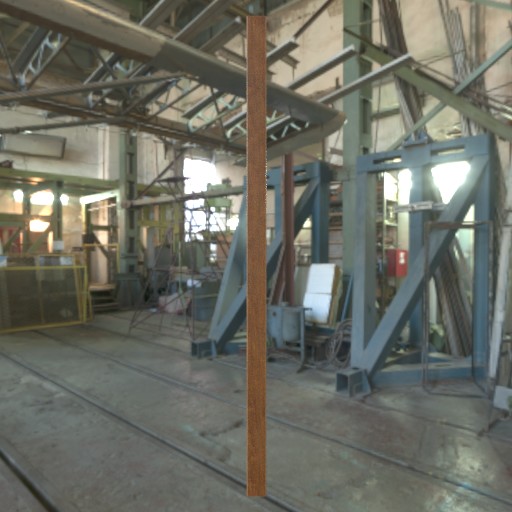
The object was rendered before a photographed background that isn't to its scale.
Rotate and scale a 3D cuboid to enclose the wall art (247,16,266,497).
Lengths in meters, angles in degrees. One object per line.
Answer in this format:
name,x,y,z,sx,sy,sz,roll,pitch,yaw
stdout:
wall art,0.000,0.000,1.147,0.037,0.914,0.610,0,1,0
